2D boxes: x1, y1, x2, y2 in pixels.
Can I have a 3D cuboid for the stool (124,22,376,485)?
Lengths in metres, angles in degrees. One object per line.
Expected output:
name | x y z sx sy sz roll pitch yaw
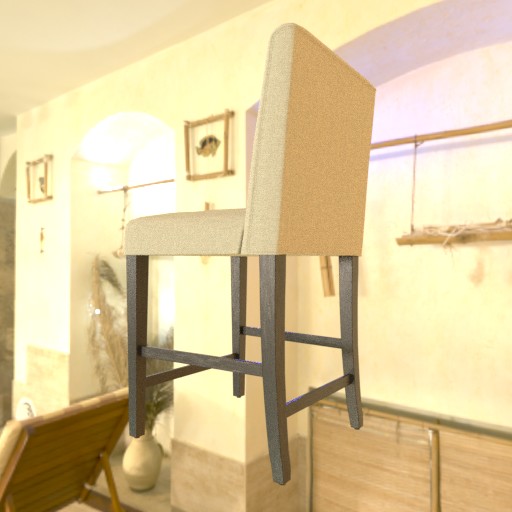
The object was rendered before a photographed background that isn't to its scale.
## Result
stool | 0.000 0.000 1.185 0.509 0.939 0.474 0 -1 37
